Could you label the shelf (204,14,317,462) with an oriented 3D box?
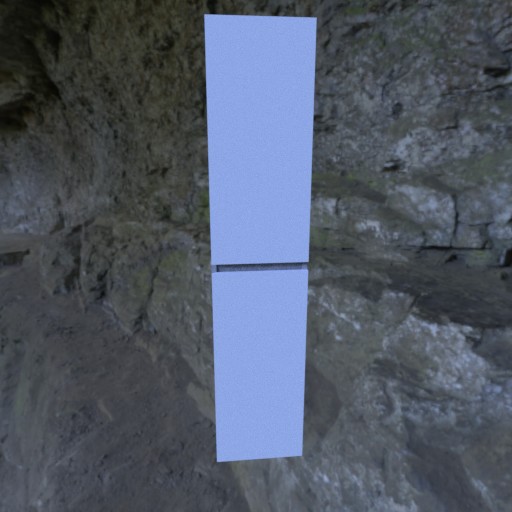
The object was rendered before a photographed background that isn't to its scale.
[{"bbox_3d":[0.000,0.000,1.494,0.300,1.400,0.270,-2,16,-6],"label":"shelf"}]
